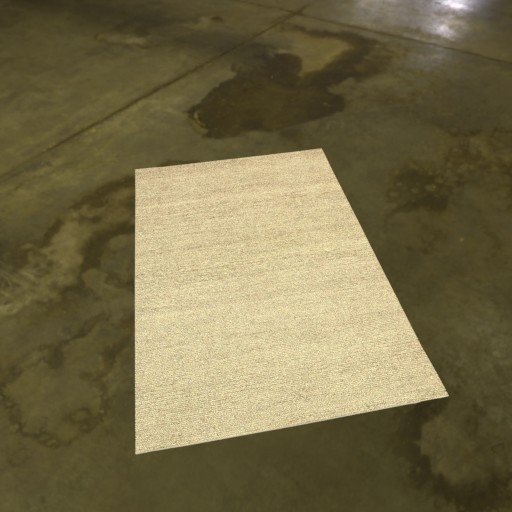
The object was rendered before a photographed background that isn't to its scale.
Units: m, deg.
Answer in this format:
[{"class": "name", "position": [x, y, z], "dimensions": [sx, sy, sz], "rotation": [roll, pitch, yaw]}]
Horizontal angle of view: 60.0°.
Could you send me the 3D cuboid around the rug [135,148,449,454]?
[{"class": "rug", "position": [0.000, 0.000, 2.989], "dimensions": [1.609, 0.030, 2.342], "rotation": [-8, 47, -7]}]
